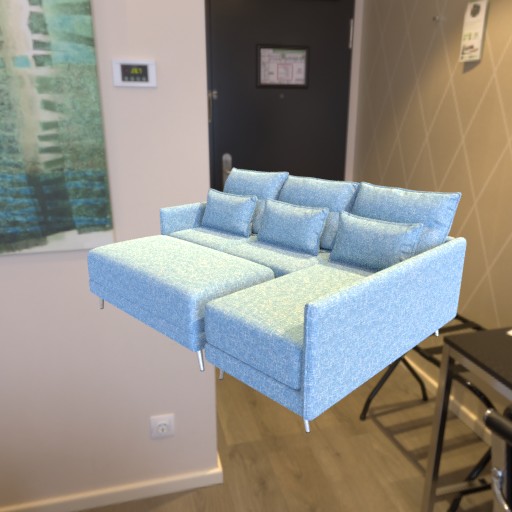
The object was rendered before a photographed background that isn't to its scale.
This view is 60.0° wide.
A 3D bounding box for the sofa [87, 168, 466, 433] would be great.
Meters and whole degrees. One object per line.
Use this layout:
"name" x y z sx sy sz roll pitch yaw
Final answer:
"sofa" 0.000 0.000 2.811 1.420 0.899 2.034 -16 23 -42
